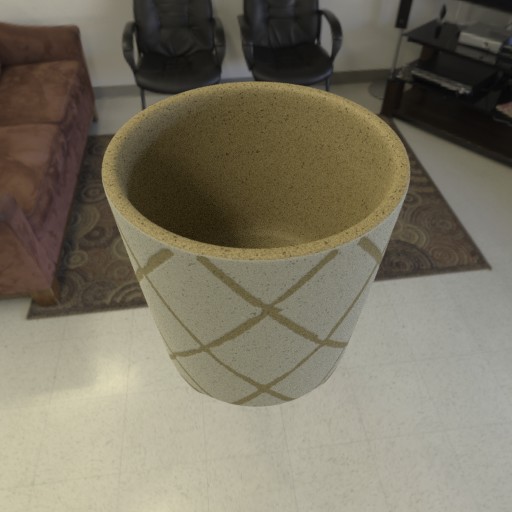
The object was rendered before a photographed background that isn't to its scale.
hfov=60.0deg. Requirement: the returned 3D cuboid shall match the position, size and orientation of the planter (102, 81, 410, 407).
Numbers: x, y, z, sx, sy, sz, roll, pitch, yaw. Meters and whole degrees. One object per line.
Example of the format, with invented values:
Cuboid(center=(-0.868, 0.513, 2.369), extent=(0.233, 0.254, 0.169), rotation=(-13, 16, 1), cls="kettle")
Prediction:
Cuboid(center=(0.000, 0.000, 0.419), extent=(0.228, 0.235, 0.228), rotation=(0, 47, 0), cls="planter")
